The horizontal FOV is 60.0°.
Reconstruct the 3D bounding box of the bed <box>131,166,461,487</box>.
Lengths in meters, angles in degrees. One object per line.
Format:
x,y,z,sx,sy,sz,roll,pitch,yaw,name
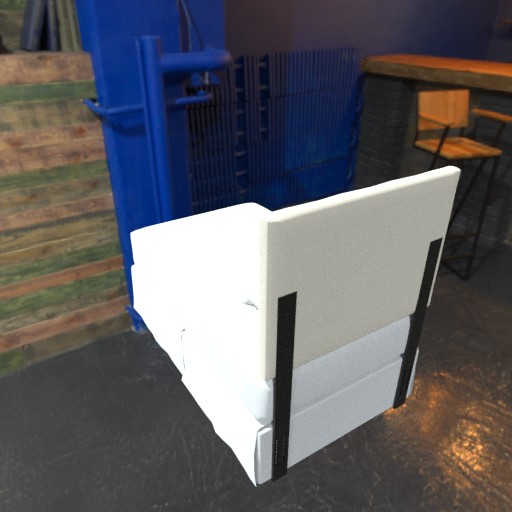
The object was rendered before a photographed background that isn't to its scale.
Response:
0.000,0.000,2.990,1.261,1.571,1.997,-17,33,-28,bed
